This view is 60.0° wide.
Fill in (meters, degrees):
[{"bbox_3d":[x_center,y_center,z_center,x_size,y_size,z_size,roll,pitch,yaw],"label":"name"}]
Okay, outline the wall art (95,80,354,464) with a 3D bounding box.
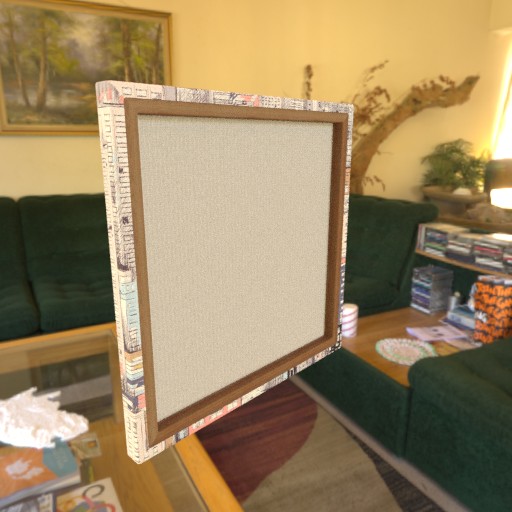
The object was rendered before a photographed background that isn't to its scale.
[{"bbox_3d":[0.000,0.000,0.891,0.038,0.608,0.607,14,20,42],"label":"wall art"}]
